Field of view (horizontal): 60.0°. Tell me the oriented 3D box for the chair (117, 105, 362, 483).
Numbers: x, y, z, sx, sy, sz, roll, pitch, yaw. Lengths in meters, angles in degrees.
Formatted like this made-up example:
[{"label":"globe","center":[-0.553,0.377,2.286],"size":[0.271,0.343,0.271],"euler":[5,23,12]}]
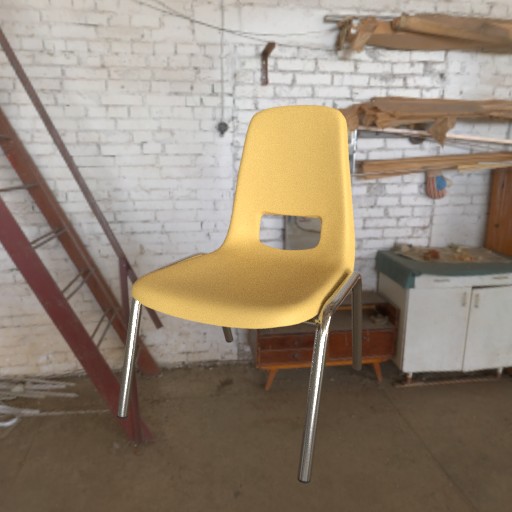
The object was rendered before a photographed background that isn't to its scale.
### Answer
[{"label":"chair","center":[0.000,0.000,0.791],"size":[0.354,0.536,0.385],"euler":[7,16,26]}]
